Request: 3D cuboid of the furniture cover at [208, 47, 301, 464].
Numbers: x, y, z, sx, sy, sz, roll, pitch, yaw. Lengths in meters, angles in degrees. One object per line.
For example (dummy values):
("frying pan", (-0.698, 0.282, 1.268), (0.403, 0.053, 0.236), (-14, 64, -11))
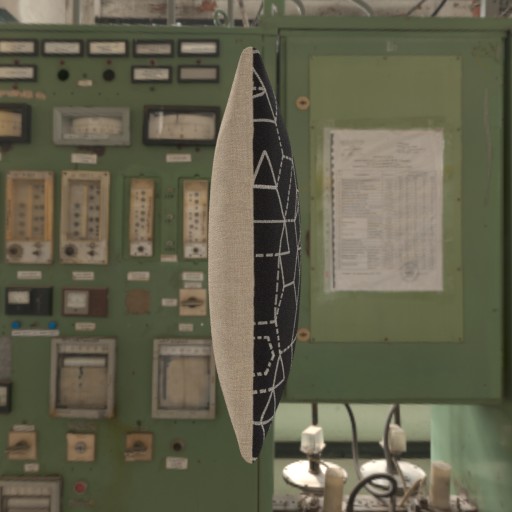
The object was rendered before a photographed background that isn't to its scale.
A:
("furniture cover", (0.000, 0.000, 0.794), (0.158, 0.508, 0.517), (0, 0, 2))
